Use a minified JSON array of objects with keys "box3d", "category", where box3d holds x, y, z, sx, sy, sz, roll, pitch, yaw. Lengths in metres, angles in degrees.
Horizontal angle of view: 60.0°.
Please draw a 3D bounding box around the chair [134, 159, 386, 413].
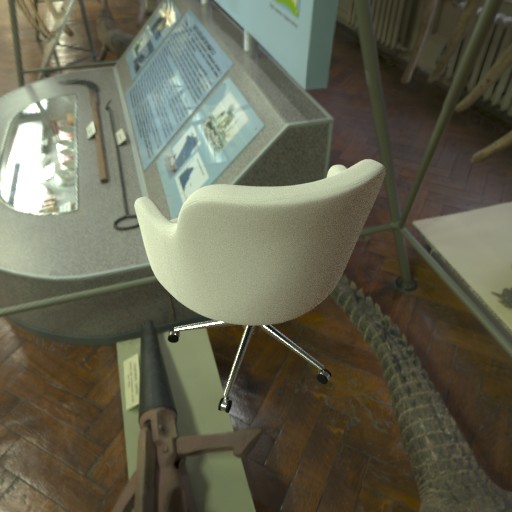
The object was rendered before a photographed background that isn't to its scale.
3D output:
[{"box3d":[0.000,0.000,1.261,0.602,0.819,0.647,-12,42,-13],"category":"chair"}]
